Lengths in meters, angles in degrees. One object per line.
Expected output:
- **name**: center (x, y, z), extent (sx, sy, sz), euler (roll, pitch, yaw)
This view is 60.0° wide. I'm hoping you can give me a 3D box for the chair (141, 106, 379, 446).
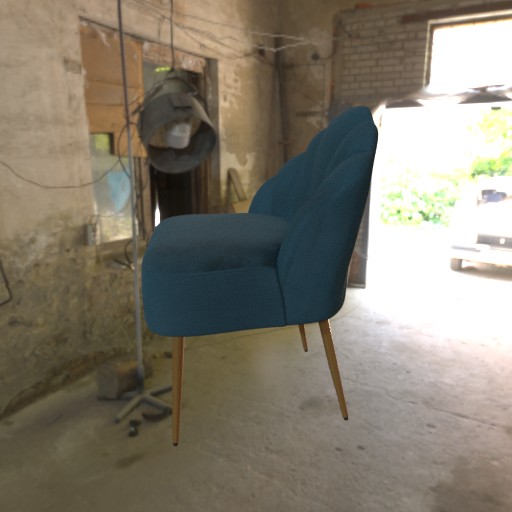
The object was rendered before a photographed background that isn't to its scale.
- **chair**: center (0.000, 0.000, 1.263), extent (0.599, 0.819, 0.657), euler (-2, 14, -8)
